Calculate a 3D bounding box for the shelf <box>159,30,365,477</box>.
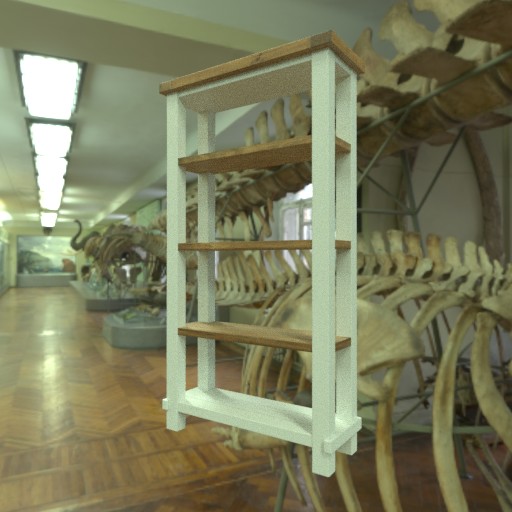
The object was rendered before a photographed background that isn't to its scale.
[{"bbox_3d":[0.000,0.000,2.281,1.022,1.878,0.381,0,0,34],"label":"shelf"}]
